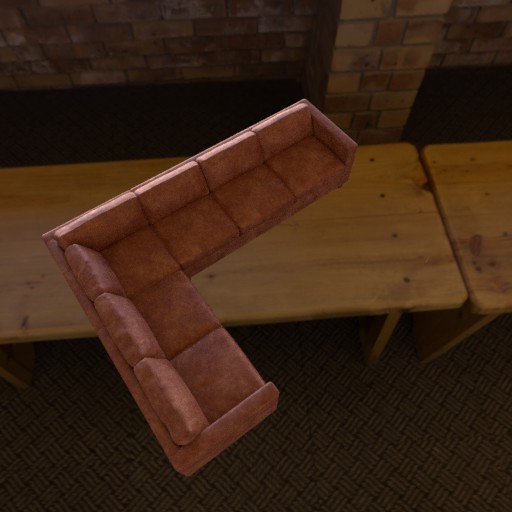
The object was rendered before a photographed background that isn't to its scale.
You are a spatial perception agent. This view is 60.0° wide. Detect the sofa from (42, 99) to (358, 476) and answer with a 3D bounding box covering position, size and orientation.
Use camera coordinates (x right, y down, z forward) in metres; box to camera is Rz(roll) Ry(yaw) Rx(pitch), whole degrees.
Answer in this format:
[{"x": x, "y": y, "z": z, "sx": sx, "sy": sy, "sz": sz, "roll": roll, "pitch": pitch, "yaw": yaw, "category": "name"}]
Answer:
[{"x": 0.000, "y": 0.000, "z": 4.299, "sx": 3.150, "sy": 0.838, "sz": 2.438, "roll": -32, "pitch": 65, "yaw": -17, "category": "sofa"}]
